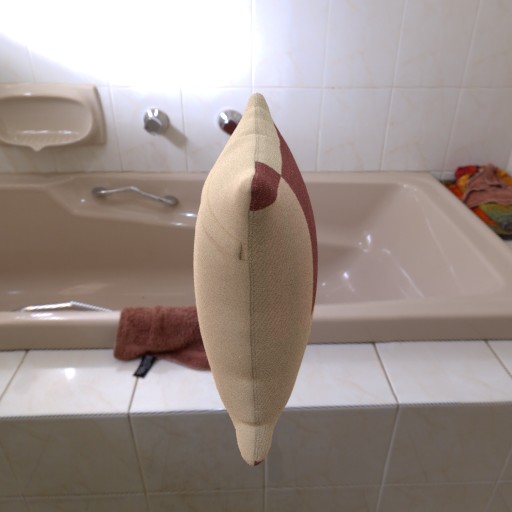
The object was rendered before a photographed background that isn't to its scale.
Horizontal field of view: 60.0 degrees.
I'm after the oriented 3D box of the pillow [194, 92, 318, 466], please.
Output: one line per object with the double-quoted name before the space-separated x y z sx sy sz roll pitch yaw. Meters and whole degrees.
"pillow" 0.000 0.000 0.838 0.229 0.506 0.536 0 30 1
